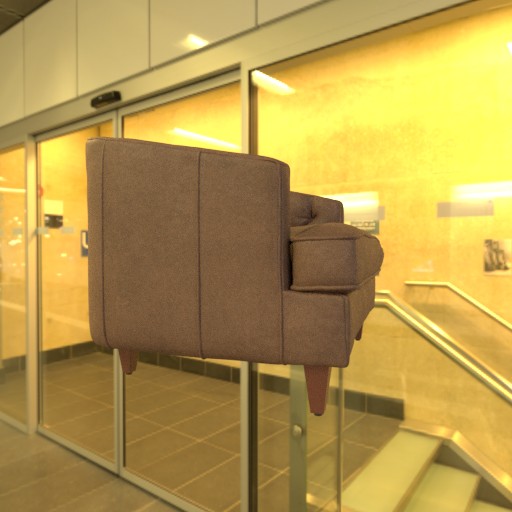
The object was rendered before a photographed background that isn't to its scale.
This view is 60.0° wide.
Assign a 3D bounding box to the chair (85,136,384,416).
[{"bbox_3d":[0.000,0.000,1.683,0.914,0.787,1.118,0,1,19],"label":"chair"}]
